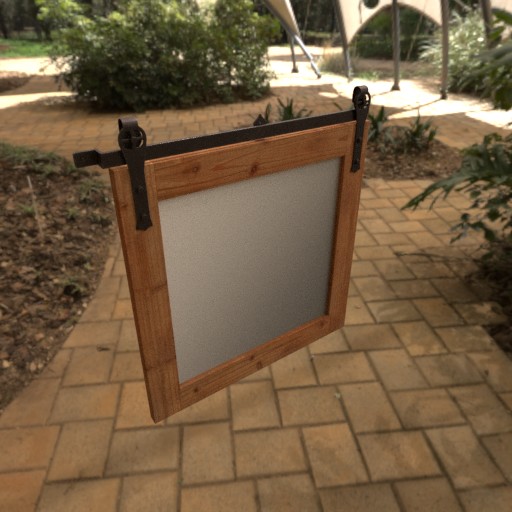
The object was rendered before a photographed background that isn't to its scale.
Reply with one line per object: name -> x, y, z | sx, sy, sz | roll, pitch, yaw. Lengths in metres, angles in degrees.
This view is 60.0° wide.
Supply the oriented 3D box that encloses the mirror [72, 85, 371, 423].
mirror -> 0.000, 0.000, 1.181 | 0.805, 0.800, 0.054 | -20, 35, -30
